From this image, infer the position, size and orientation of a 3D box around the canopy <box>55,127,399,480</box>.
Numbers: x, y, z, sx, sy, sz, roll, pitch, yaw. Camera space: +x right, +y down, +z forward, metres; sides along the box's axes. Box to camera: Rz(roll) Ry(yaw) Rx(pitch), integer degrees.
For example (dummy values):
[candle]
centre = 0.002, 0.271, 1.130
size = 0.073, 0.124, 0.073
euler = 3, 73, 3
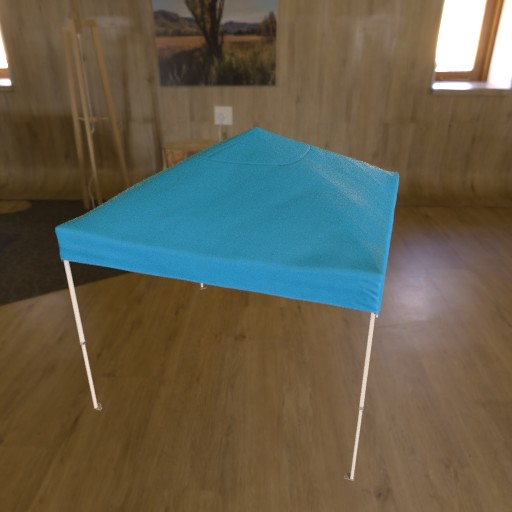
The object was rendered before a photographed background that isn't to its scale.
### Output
[canopy]
centre = 0.000, 0.000, 5.296
size = 2.996, 2.997, 2.998
euler = 8, 27, 16
